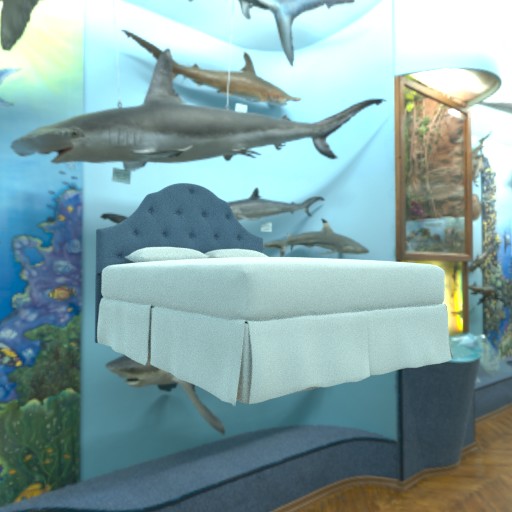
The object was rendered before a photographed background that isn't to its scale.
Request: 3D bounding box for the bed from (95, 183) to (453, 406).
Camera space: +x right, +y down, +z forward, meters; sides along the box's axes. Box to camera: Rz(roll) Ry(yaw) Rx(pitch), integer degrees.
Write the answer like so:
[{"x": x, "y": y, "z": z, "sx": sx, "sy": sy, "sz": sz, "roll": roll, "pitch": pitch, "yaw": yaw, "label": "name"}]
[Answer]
[{"x": 0.000, "y": 0.000, "z": 3.794, "sx": 2.039, "sy": 1.617, "sz": 2.477, "roll": 1, "pitch": -2, "yaw": -37, "label": "bed"}]
